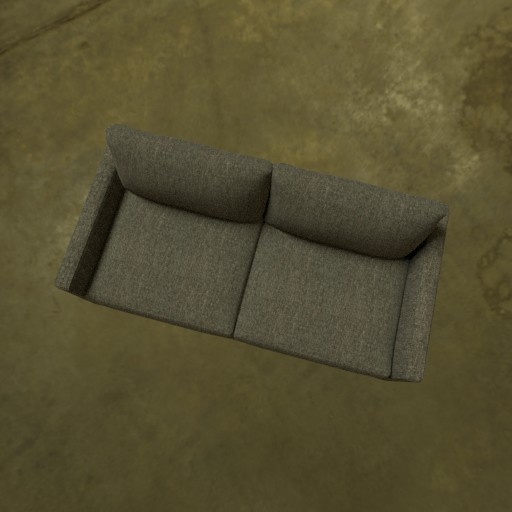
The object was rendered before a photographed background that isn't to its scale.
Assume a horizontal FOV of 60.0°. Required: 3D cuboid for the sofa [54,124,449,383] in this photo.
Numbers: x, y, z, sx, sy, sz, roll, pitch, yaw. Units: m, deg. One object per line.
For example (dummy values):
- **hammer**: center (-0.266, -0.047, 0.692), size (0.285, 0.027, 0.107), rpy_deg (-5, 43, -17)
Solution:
- **sofa**: center (0.000, 0.000, 2.234), size (1.716, 0.862, 0.866), rpy_deg (14, 76, 4)
